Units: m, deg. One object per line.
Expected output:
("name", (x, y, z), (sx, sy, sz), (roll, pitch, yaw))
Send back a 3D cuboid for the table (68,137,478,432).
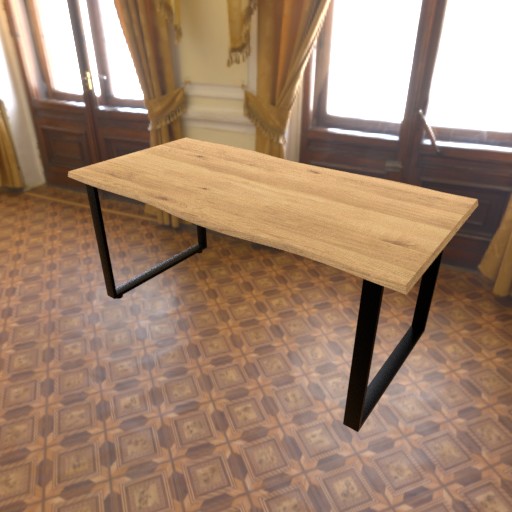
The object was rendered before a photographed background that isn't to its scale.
("table", (0.000, 0.000, 2.308), (1.800, 0.780, 0.900), (20, 35, 32))
